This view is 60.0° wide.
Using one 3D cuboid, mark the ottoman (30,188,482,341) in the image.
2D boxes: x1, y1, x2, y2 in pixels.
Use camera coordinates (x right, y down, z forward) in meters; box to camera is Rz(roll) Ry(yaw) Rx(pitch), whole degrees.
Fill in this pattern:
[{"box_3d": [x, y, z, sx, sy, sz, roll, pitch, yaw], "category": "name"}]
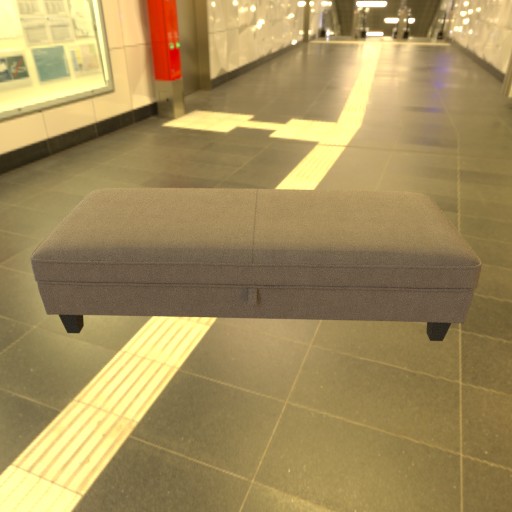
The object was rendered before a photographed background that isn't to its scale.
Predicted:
[{"box_3d": [0.000, 0.000, 2.057, 1.764, 0.470, 0.751, 1, 30, 2], "category": "ottoman"}]
